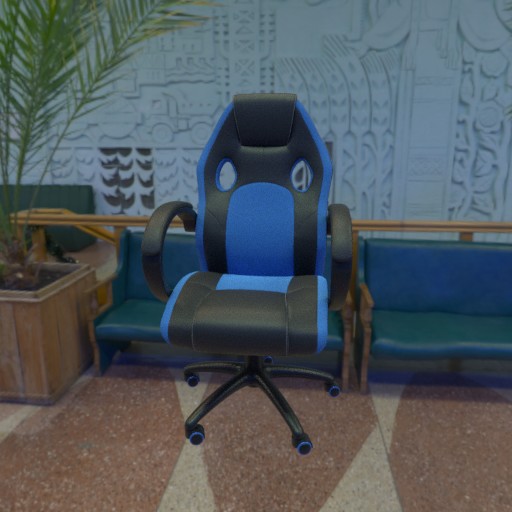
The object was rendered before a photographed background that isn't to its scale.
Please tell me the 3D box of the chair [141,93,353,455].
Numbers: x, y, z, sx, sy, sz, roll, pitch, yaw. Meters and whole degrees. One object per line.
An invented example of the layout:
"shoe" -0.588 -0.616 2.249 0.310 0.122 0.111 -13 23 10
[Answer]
"chair" 0.000 0.000 1.617 0.673 1.187 0.724 2 14 7
